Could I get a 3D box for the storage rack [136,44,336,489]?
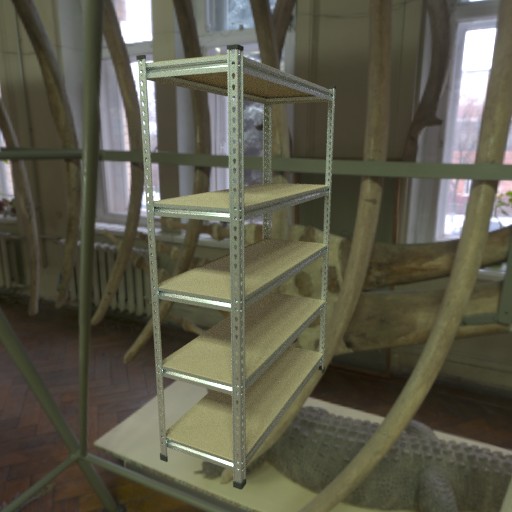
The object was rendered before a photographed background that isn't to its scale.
[{"bbox_3d":[0.000,0.000,2.383,0.457,1.829,1.219,7,15,25],"label":"storage rack"}]
